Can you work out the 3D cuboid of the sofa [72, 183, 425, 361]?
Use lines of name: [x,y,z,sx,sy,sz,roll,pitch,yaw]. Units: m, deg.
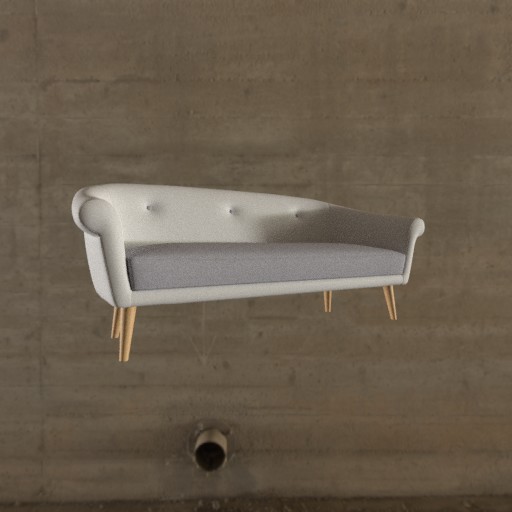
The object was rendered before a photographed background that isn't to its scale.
sofa: [0.000,0.000,2.578,2.160,0.795,0.827,-1,2,-35]
